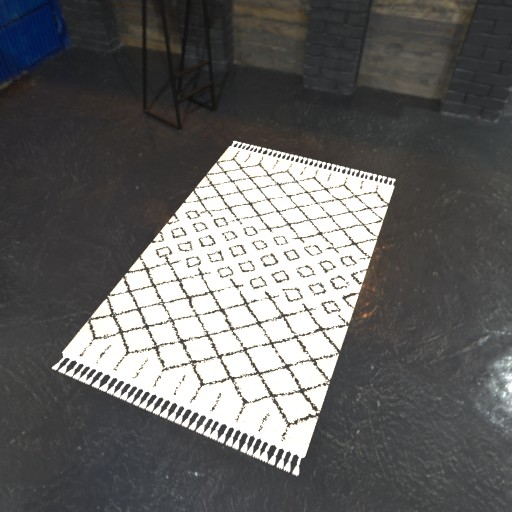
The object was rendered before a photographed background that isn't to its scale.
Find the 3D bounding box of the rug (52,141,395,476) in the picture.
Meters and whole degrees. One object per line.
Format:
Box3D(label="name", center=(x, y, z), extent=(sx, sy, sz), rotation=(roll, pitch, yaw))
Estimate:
Box3D(label="rug", center=(0.000, 0.000, 2.490), extent=(1.196, 0.008, 2.006), rotation=(17, 50, 15))
